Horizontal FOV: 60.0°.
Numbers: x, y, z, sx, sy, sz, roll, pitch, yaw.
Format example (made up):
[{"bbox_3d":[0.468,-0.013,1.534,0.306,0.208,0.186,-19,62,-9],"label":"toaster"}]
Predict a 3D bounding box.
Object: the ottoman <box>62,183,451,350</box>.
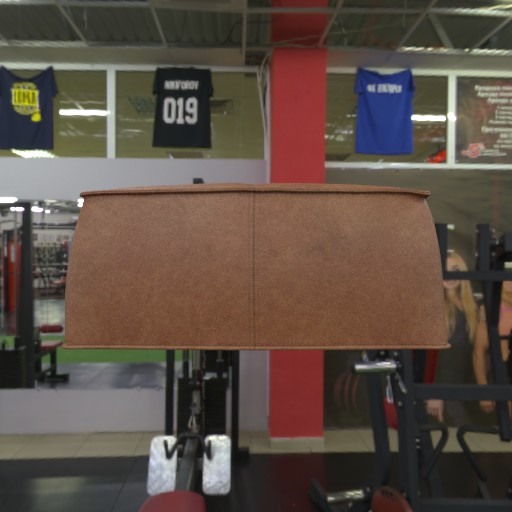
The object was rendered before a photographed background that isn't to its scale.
[{"bbox_3d":[0.000,0.000,1.387,0.901,0.395,0.902,0,1,0],"label":"ottoman"}]
